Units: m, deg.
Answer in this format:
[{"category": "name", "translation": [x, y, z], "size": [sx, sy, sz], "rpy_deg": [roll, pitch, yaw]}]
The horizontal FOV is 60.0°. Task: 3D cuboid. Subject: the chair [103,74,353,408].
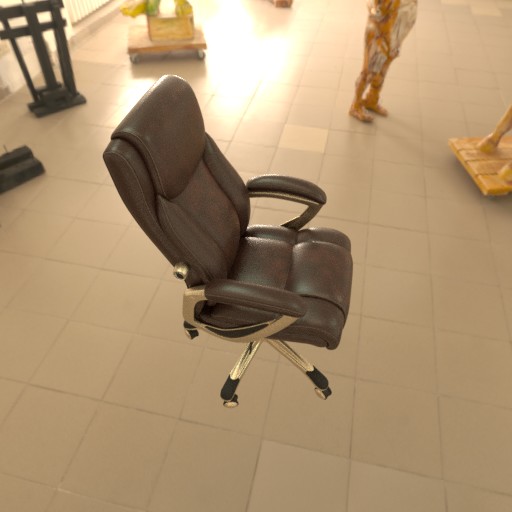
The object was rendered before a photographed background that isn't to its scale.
[{"category": "chair", "translation": [0.000, 0.000, 1.679], "size": [0.749, 1.194, 0.692], "rpy_deg": [9, 46, 9]}]
